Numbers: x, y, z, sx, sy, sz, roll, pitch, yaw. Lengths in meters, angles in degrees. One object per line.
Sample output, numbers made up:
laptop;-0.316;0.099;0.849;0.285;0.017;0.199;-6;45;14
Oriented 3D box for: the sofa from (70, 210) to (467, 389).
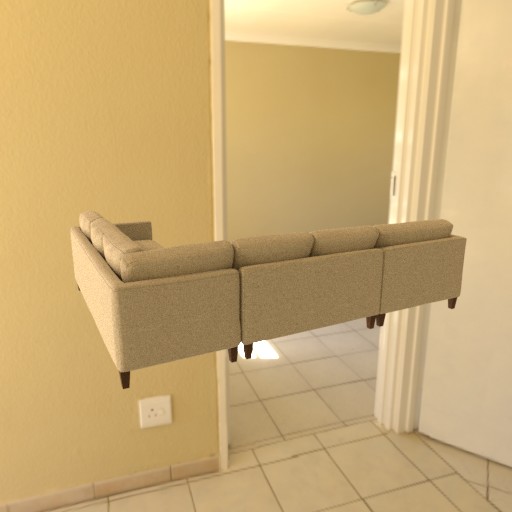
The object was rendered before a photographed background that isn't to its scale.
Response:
sofa;0.000;0.000;4.776;3.460;0.959;2.593;-7;16;-27
